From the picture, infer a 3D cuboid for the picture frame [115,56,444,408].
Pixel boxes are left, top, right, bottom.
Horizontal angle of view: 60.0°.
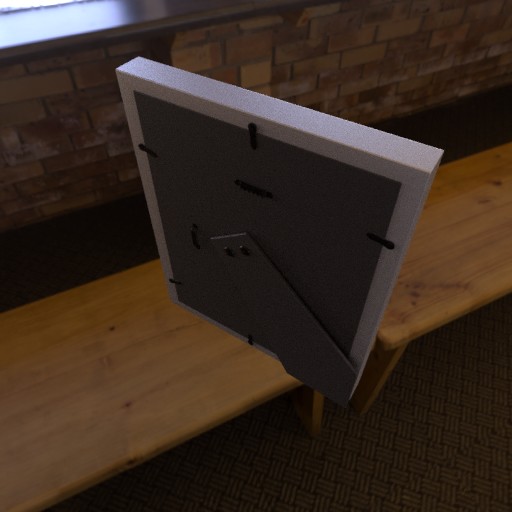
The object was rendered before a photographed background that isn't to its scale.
[{"bbox_3d":[0.000,0.000,0.389,0.233,0.282,0.036,25,52,21],"label":"picture frame"}]
